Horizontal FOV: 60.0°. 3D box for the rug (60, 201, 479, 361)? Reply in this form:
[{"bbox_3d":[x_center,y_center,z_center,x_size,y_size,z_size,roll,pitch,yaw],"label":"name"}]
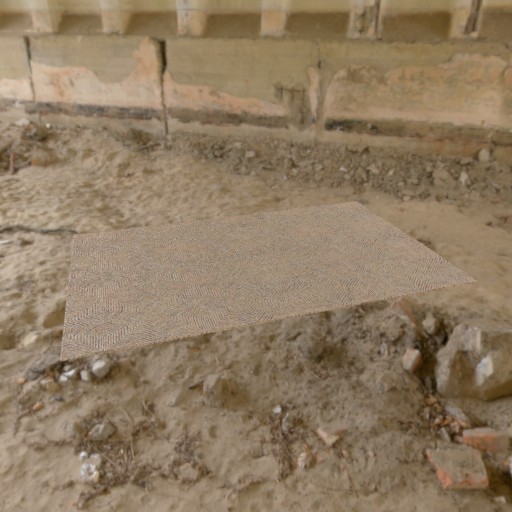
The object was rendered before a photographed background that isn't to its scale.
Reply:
[{"bbox_3d":[0.000,0.000,3.063,2.428,0.007,1.519,-8,28,-16],"label":"rug"}]
